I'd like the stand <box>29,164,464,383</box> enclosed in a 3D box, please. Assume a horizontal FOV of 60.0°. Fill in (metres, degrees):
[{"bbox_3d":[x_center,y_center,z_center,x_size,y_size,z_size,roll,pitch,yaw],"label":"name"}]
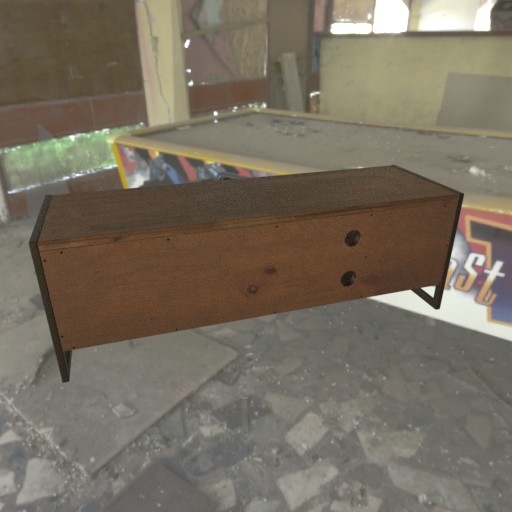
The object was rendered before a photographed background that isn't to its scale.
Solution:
[{"bbox_3d":[0.000,0.000,1.744,1.480,0.506,0.454,-8,27,-16],"label":"stand"}]
